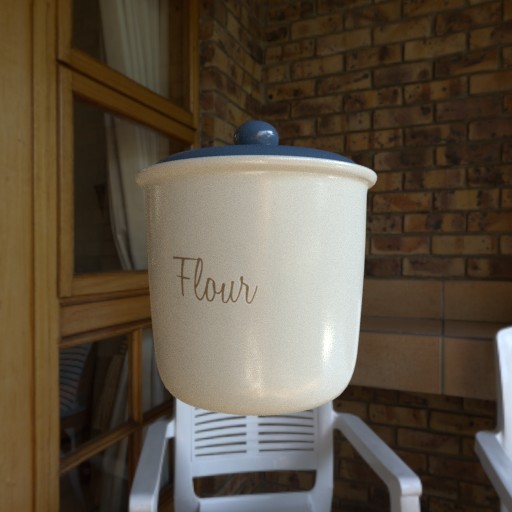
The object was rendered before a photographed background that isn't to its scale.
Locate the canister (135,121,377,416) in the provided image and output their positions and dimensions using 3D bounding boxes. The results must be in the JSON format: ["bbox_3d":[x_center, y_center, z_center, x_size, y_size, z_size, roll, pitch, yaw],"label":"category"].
[{"bbox_3d":[0.000,0.000,0.346,0.182,0.208,0.182,0,1,0],"label":"canister"}]
